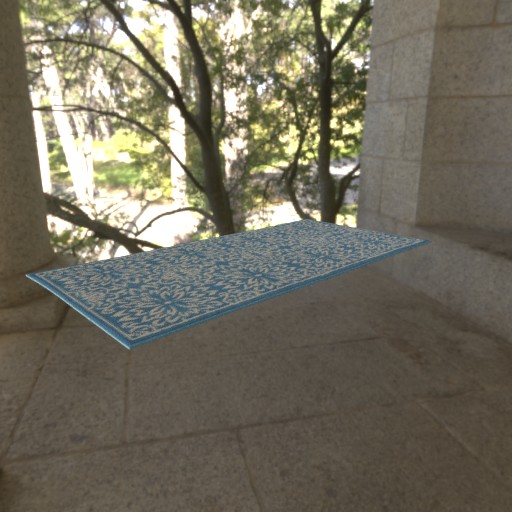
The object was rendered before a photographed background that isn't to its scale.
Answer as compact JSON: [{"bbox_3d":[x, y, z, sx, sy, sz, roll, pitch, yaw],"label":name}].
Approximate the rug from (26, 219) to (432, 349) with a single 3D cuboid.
[{"bbox_3d":[0.000,0.000,1.436,1.219,0.007,0.604,-14,21,-41],"label":"rug"}]
